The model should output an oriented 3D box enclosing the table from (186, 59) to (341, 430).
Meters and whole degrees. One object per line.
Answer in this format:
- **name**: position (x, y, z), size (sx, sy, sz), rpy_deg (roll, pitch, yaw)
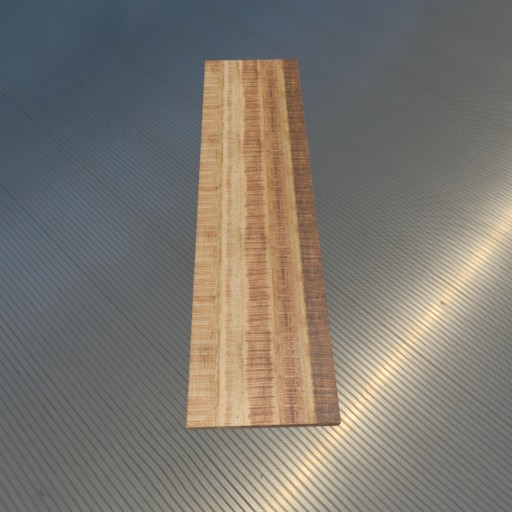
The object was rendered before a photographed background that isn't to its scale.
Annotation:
- **table**: position (0.000, 0.000, 1.900), size (0.405, 0.810, 1.524), rpy_deg (-1, 59, -1)
